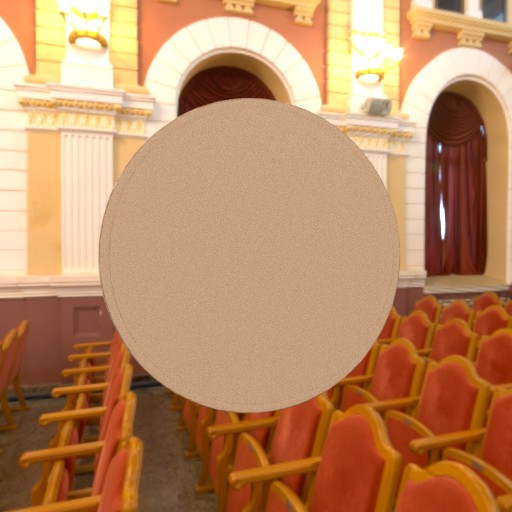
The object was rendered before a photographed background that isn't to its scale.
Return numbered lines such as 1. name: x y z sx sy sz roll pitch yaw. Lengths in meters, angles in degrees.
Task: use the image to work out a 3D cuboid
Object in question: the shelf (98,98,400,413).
1. shelf: 0.000 0.000 1.213 0.806 0.807 0.158 0 1 -17
